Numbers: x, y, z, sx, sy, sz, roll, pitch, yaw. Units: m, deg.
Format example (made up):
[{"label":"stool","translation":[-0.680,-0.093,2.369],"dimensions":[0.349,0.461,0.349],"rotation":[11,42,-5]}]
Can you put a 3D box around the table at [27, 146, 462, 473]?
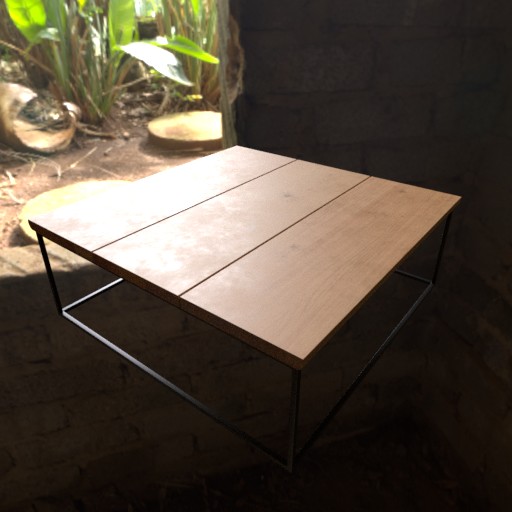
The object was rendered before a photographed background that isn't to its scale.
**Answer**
[{"label":"table","translation":[0.000,0.000,1.679],"dimensions":[1.100,0.400,1.100],"rotation":[21,36,32]}]
